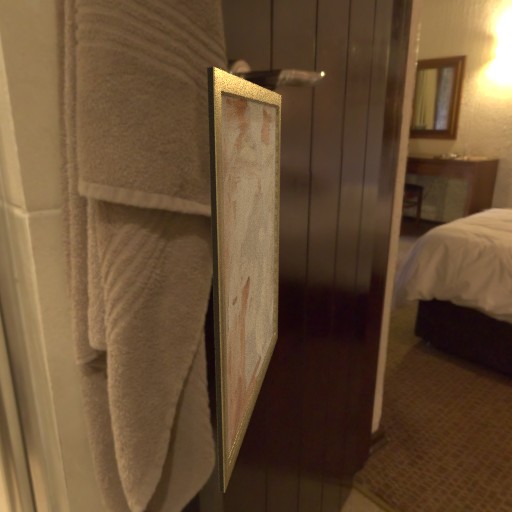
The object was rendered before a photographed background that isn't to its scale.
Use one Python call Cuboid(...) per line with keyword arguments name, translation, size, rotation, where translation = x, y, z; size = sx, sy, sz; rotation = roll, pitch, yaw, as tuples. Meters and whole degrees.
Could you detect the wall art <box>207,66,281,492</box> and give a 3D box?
Cuboid(name="wall art", translation=(0.000, 0.000, 0.775), size=(0.009, 0.559, 0.483), rotation=(3, 17, 11))
